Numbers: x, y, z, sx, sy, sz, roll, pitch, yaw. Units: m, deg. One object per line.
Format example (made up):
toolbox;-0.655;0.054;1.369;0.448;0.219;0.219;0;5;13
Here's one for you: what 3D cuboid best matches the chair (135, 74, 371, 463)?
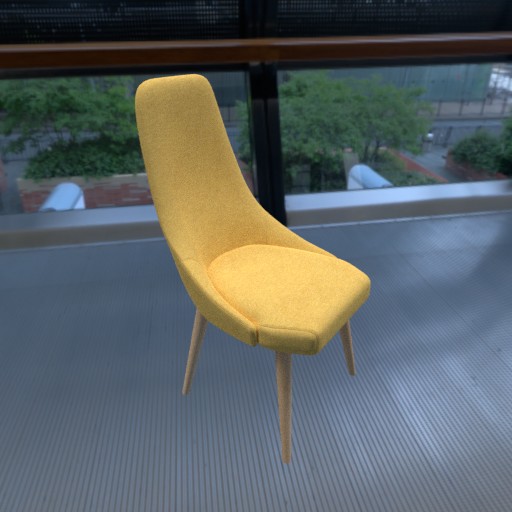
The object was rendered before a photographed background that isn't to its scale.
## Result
chair;0.000;0.000;1.422;0.660;1.040;0.510;18;33;31
